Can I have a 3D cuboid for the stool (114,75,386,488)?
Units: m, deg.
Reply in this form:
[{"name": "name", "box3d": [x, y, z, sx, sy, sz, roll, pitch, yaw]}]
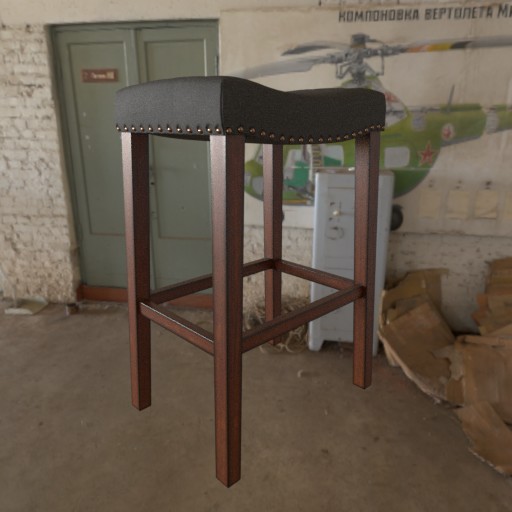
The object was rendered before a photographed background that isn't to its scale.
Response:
[{"name": "stool", "box3d": [0.000, 0.000, 1.032, 0.502, 0.748, 0.366, -16, 23, -42]}]
